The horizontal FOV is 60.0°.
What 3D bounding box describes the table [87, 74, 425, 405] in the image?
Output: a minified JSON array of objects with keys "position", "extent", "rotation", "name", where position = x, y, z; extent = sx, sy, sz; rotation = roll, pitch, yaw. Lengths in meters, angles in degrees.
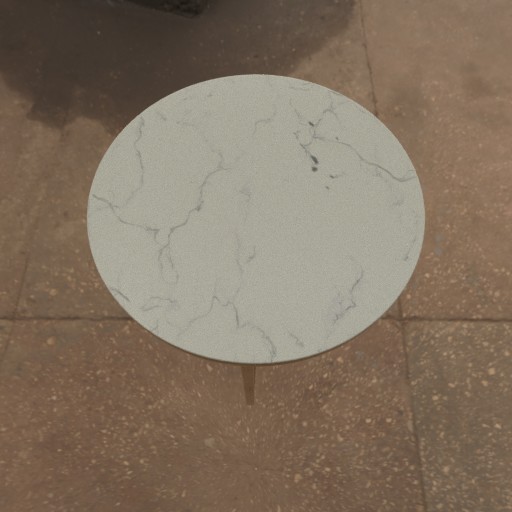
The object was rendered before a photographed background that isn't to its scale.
[{"position":[0.000,0.000,0.852],"extent":[0.500,0.420,0.500],"rotation":[0,64,0],"name":"table"}]
